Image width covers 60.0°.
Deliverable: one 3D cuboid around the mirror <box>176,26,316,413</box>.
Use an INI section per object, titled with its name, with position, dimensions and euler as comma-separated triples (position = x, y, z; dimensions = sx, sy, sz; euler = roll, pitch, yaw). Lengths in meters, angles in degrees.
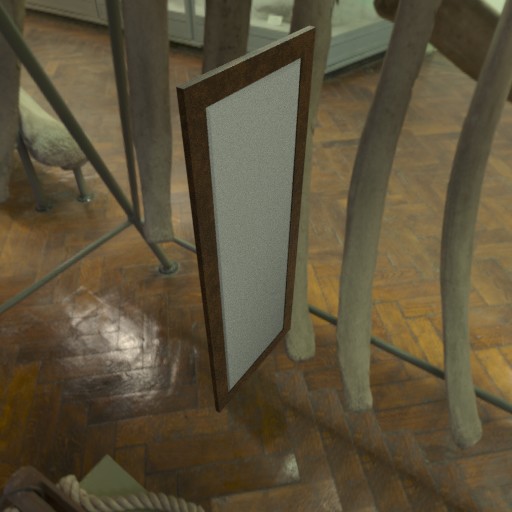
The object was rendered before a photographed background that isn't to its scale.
[mirror]
position = 0.000, 0.000, 2.318
dimensions = 0.032, 2.031, 0.812
euler = 26, 49, 26
